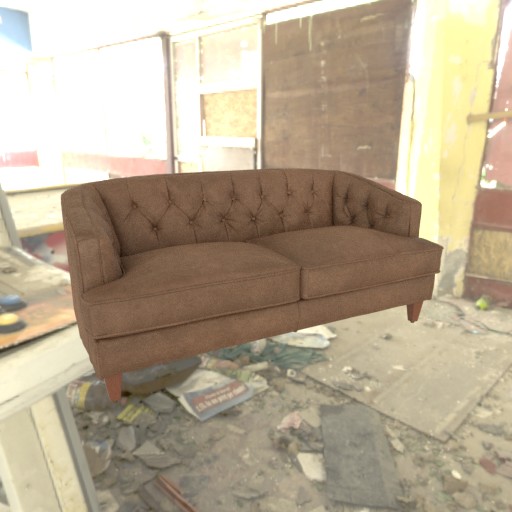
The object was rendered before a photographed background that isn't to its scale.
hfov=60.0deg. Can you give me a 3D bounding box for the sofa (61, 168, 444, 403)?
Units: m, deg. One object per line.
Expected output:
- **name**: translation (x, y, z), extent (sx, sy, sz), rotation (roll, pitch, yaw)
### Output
- **sofa**: translation (0.000, 0.000, 2.278), extent (1.767, 0.799, 0.917), rotation (-8, 18, -26)
